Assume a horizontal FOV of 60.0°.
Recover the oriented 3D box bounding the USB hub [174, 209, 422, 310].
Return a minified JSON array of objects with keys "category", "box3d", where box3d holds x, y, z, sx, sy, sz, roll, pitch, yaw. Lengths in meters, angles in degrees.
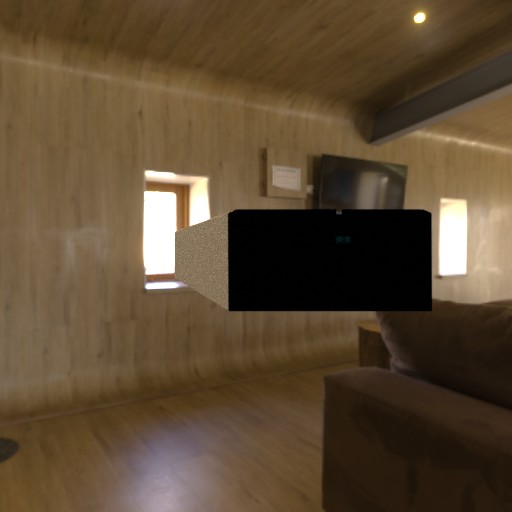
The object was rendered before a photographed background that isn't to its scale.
[{"category":"USB hub","box3d":[0.000,0.000,0.158,0.044,0.023,0.145,0,1,-16]}]
